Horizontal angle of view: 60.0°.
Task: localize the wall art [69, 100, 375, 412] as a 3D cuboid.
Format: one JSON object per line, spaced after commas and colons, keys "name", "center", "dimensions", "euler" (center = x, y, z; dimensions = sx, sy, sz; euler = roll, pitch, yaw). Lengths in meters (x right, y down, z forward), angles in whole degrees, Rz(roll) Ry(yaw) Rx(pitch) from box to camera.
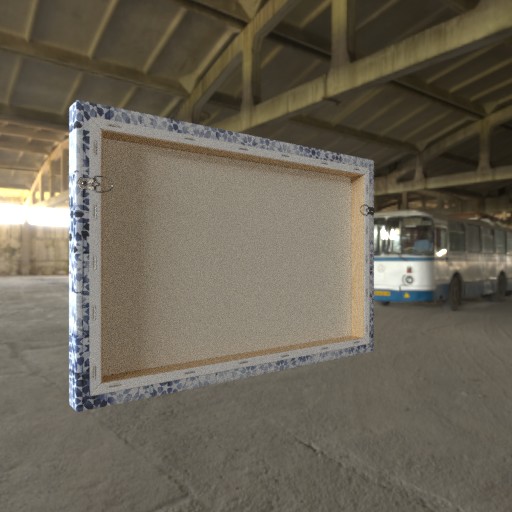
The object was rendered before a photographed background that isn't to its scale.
{"name": "wall art", "center": [0.000, 0.000, 1.154], "dimensions": [0.911, 0.608, 0.057], "euler": [0, 0, -37]}
